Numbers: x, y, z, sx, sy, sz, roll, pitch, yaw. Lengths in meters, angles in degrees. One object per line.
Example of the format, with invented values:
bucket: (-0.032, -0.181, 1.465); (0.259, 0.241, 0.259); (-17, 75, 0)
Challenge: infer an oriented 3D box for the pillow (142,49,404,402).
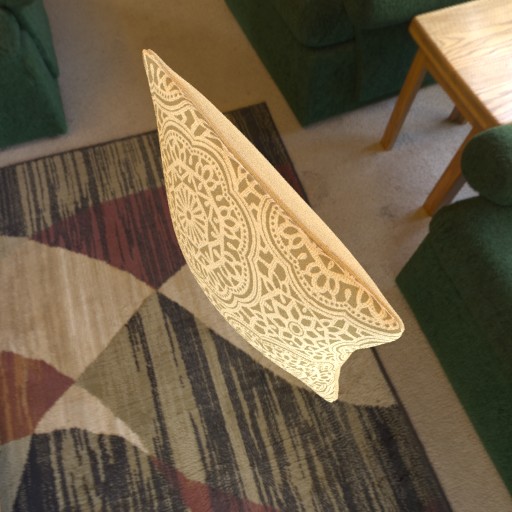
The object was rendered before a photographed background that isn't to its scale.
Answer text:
pillow: (0.000, 0.000, 0.639); (0.167, 0.421, 0.438); (-34, 69, -15)
